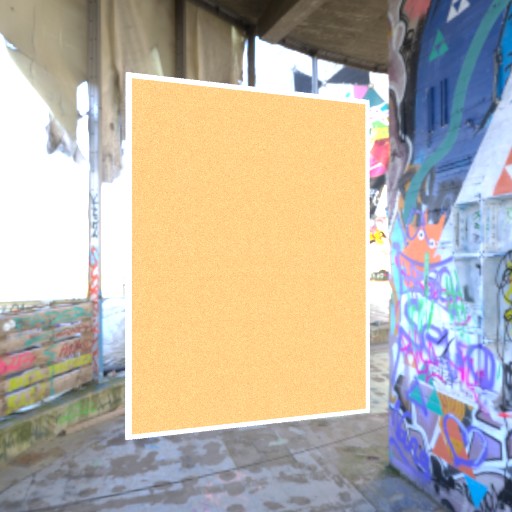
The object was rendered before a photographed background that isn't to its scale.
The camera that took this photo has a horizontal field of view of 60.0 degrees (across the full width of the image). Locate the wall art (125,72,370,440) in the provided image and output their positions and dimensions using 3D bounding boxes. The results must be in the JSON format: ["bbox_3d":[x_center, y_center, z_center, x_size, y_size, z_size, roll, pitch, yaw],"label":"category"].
[{"bbox_3d":[0.000,0.000,1.622,0.914,1.221,0.046,0,0,-17],"label":"wall art"}]
